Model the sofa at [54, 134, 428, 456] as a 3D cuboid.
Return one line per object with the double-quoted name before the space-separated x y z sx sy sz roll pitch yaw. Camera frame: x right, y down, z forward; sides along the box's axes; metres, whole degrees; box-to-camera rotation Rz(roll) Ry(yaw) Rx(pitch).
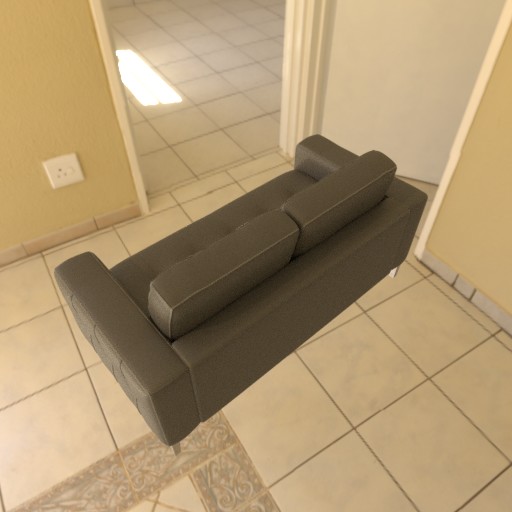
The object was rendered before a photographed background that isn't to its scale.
"sofa" 0.000 0.000 2.261 1.726 0.892 0.833 -32 55 -27
